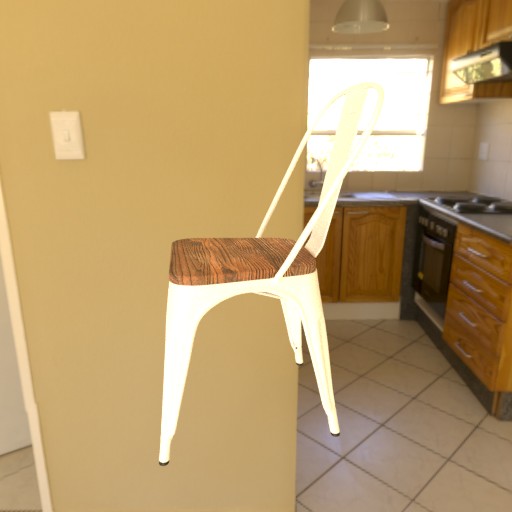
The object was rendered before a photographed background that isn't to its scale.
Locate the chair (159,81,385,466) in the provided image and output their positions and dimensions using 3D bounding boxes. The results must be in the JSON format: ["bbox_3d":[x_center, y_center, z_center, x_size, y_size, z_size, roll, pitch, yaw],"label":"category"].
[{"bbox_3d":[0.000,0.000,1.152,0.521,0.851,0.452,-2,16,-9],"label":"chair"}]
